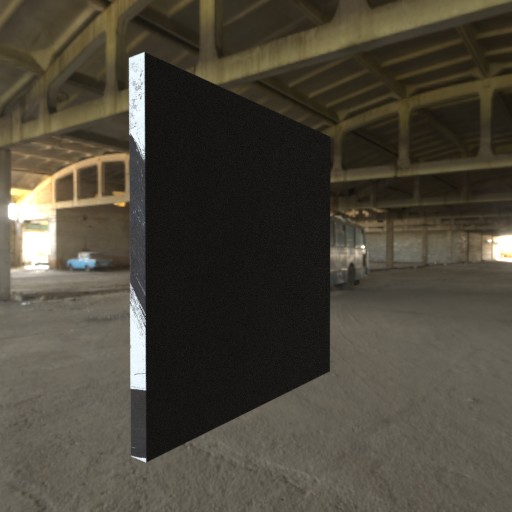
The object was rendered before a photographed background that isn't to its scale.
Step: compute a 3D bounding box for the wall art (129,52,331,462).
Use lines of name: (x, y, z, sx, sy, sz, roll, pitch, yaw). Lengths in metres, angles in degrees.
wall art: (0.000, 0.000, 1.147, 0.046, 0.765, 0.765, 1, 1, 36)
